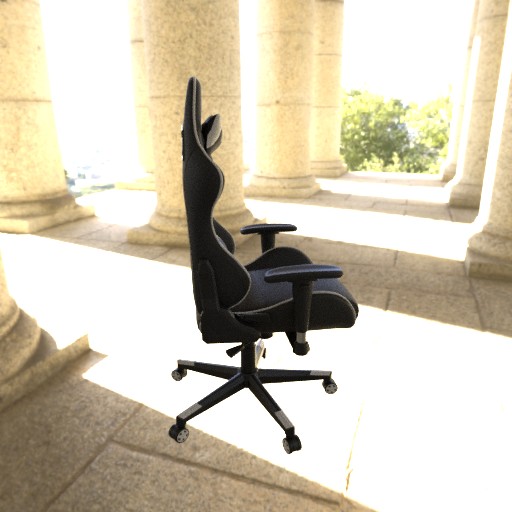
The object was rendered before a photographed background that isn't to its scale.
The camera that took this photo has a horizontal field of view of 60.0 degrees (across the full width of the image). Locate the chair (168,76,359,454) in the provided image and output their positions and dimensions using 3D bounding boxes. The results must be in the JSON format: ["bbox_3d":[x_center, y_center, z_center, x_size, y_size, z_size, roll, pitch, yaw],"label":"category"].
[{"bbox_3d":[0.000,0.000,1.653,0.700,1.240,0.700,-3,18,-9],"label":"chair"}]
